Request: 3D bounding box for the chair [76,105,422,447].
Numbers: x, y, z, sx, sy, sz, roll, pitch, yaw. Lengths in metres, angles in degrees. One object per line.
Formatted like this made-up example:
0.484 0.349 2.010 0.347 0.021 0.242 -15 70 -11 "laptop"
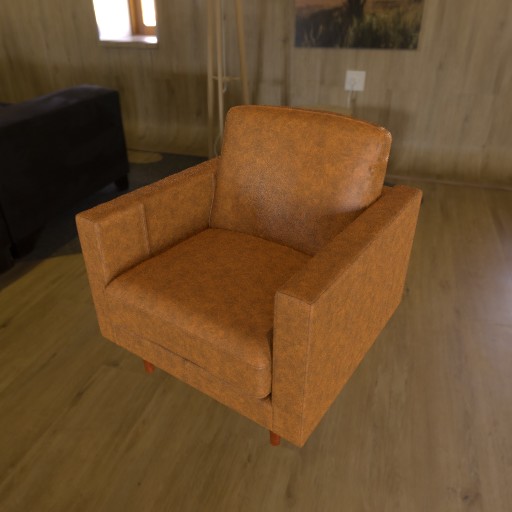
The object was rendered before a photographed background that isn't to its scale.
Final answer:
0.000 0.000 1.643 0.890 0.956 0.909 19 35 29 "chair"
